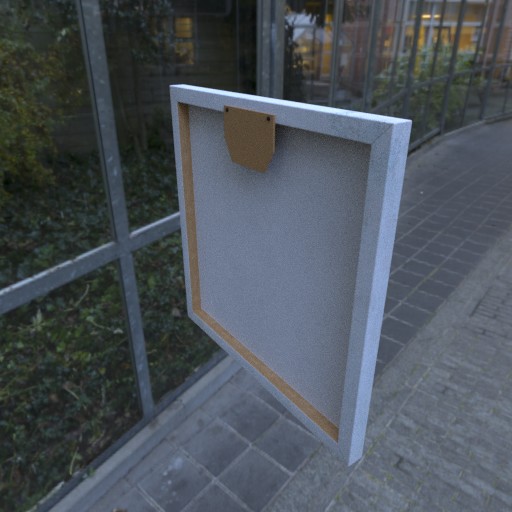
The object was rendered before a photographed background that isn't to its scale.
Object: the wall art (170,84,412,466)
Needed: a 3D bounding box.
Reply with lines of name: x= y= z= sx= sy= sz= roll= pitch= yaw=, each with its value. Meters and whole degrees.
wall art: x=0.000 y=0.000 z=0.897 sx=0.044 sy=0.605 sz=0.605 roll=-18 pitch=31 yaw=-32
